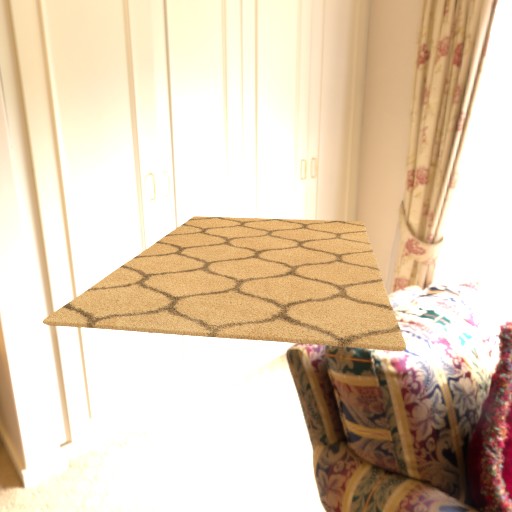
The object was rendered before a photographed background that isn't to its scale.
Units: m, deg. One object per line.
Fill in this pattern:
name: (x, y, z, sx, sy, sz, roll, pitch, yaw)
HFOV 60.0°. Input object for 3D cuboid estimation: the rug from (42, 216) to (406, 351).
rug: (0.000, 0.000, 3.397, 1.801, 0.026, 2.701, 3, 17, 9)
